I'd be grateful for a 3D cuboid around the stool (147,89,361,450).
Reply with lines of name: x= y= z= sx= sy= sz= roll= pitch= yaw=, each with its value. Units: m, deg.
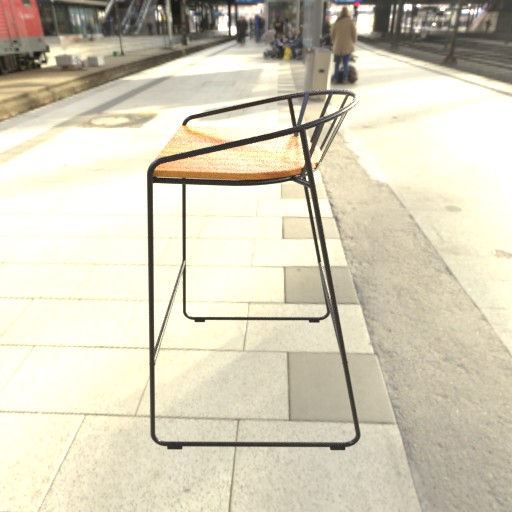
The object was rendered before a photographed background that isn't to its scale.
stool: x=0.000 y=0.000 z=1.163 sx=0.521 sy=0.812 sz=0.546 roll=0 pitch=28 yaw=0
